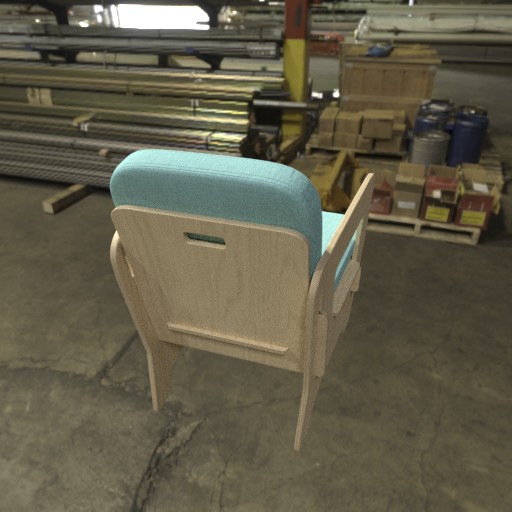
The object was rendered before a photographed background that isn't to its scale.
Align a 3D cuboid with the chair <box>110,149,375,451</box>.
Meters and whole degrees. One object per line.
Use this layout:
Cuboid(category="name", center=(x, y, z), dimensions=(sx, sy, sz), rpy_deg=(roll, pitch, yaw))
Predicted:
Cuboid(category="chair", center=(0.000, 0.000, 1.290), dimensions=(0.590, 0.800, 0.710), rpy_deg=(9, 33, 15))
